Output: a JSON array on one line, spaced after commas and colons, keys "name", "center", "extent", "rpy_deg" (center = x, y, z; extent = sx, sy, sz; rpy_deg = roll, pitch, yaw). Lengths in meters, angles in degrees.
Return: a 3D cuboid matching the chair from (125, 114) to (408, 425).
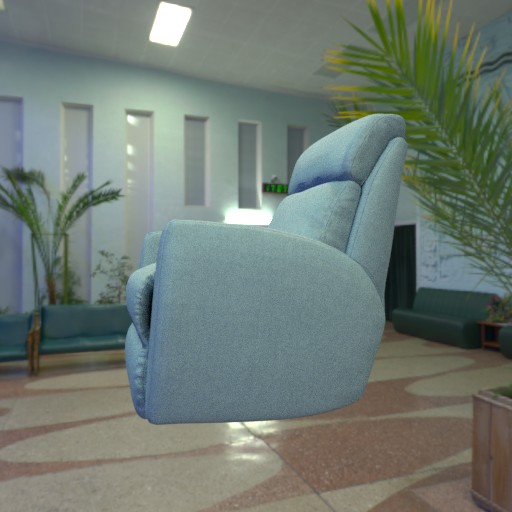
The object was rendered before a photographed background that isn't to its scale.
[{"name": "chair", "center": [0.000, 0.000, 1.684], "extent": [0.940, 1.013, 0.812], "rpy_deg": [0, 0, -19]}]
